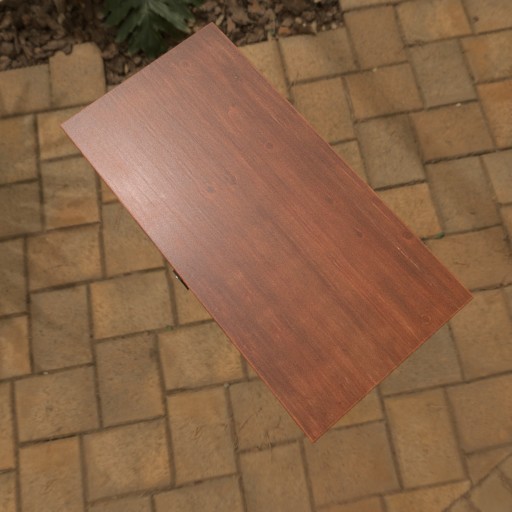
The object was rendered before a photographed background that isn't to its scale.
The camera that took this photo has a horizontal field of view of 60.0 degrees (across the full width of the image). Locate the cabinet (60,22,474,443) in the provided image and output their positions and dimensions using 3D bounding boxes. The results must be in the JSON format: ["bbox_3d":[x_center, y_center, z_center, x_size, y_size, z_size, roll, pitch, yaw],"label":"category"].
[{"bbox_3d":[0.000,0.000,1.252,0.412,0.785,0.796,-39,79,-9],"label":"cabinet"}]
